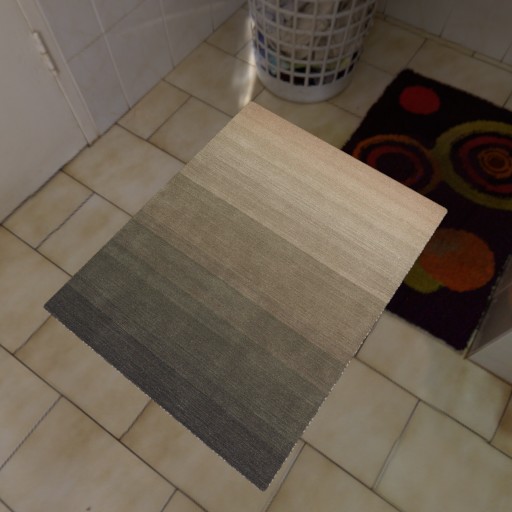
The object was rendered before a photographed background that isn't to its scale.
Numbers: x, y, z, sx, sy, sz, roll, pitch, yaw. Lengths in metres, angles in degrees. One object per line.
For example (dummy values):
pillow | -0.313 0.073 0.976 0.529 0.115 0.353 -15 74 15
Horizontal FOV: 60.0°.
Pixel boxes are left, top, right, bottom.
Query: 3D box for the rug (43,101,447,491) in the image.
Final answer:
rug | 0.000 0.000 3.913 2.305 0.017 2.902 34 68 15
